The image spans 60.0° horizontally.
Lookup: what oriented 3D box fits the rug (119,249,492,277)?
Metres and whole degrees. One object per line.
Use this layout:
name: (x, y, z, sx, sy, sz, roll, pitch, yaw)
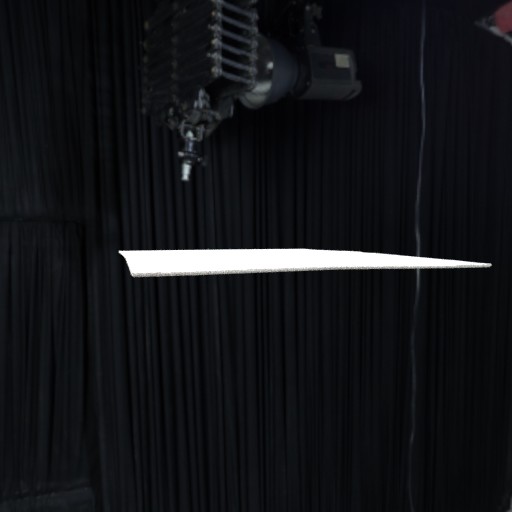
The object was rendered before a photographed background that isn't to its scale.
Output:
rug: (0.000, 0.000, 4.981, 2.873, 0.053, 3.778, -1, 3, -18)
